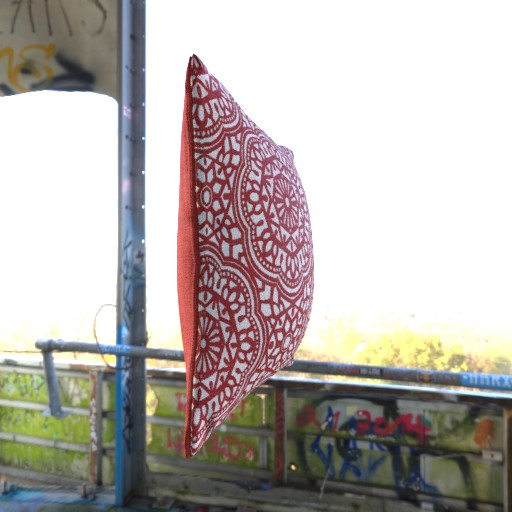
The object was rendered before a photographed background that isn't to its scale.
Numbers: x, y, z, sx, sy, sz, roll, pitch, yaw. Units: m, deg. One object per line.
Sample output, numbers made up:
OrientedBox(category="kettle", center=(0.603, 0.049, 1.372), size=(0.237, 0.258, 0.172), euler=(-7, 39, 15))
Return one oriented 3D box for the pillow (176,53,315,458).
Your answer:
OrientedBox(category="pillow", center=(0.000, 0.000, 0.662), size=(0.162, 0.419, 0.438), euler=(0, -1, 18))
